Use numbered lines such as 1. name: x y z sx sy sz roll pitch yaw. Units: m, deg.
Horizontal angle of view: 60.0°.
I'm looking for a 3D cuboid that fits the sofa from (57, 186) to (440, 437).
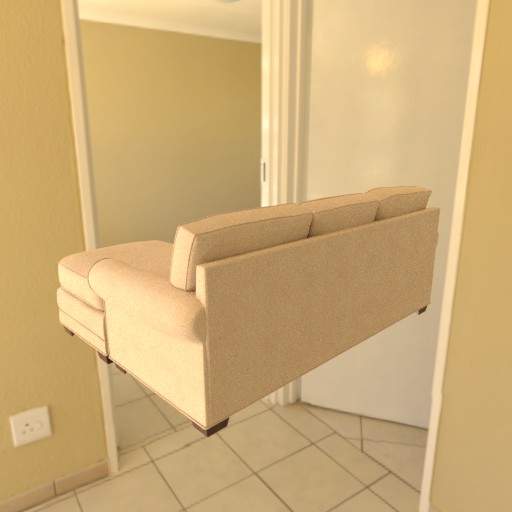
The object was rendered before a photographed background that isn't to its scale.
1. sofa: 0.000 0.000 2.351 1.770 0.734 1.226 -14 21 -42
